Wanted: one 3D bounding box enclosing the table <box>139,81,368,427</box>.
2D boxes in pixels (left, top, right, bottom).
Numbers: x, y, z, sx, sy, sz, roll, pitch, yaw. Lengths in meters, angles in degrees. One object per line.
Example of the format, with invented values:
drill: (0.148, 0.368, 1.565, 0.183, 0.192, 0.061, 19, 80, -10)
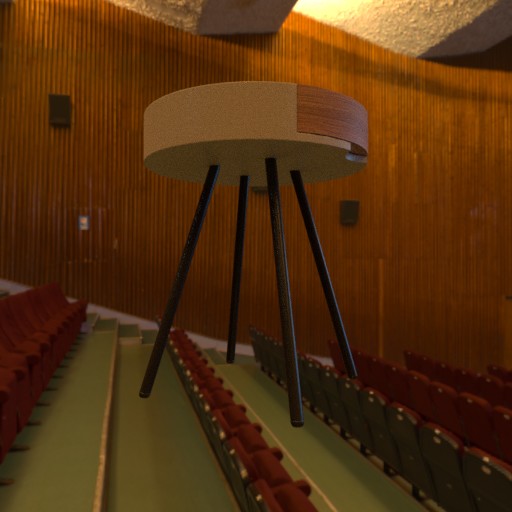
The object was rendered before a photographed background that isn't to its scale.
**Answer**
table: (0.000, 0.000, 0.882, 0.450, 0.525, 0.450, 0, 0, 0)
